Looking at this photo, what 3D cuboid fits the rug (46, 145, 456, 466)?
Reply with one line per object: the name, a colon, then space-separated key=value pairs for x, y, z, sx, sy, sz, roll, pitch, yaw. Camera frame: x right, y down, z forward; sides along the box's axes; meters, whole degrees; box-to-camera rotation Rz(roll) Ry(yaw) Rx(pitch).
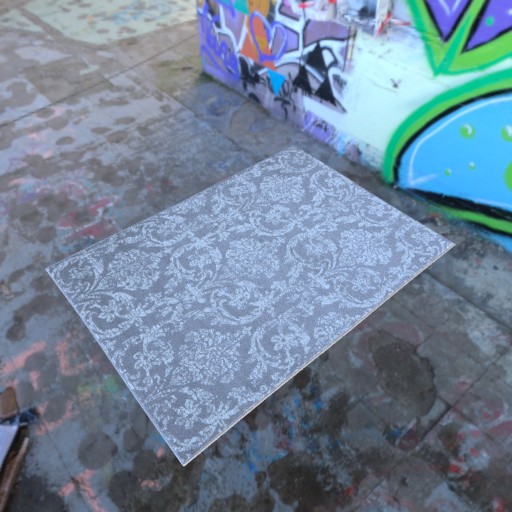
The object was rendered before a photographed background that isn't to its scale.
rug: x=0.000 y=0.000 z=2.920 sx=2.206 sy=0.014 sz=1.578 roll=-32 pitch=54 yaw=-26
